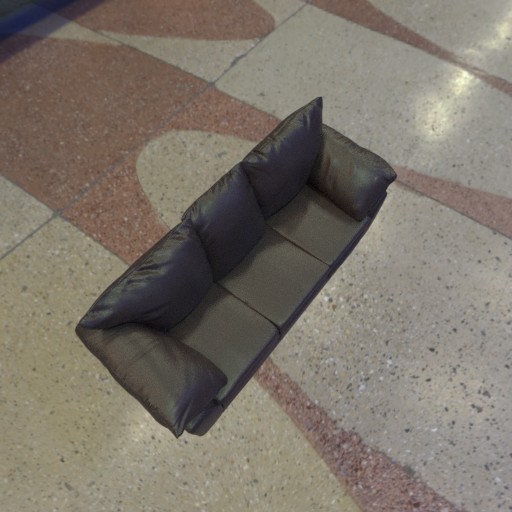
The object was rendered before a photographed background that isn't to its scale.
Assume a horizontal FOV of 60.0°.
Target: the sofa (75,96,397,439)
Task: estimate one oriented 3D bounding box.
[{"bbox_3d":[0.000,0.000,3.022,0.907,1.091,2.390,33,63,20],"label":"sofa"}]
